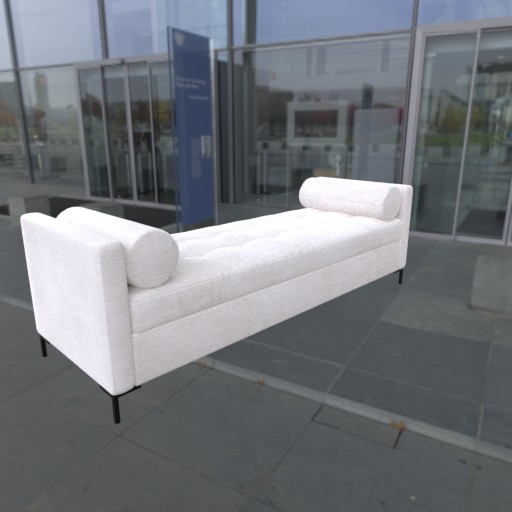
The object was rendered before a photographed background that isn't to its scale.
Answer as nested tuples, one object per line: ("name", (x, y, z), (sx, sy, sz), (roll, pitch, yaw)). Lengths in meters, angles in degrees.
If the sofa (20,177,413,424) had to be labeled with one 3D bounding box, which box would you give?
("sofa", (0.000, 0.000, 2.280), (1.981, 0.635, 0.686), (-16, 22, -43))
